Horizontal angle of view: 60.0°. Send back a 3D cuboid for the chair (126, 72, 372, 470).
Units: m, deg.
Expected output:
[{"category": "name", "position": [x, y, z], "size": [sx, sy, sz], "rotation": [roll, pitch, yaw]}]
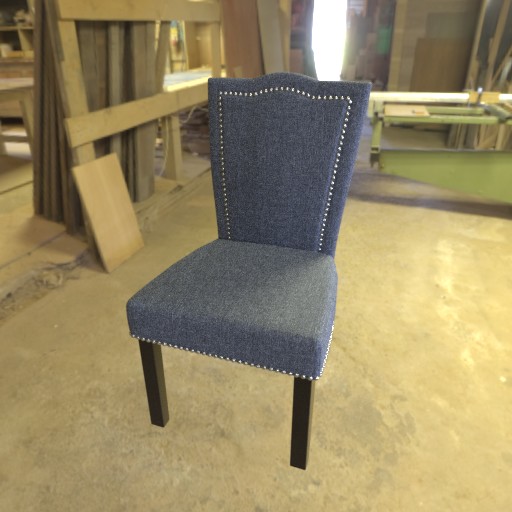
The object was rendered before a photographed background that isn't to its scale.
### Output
[{"category": "chair", "position": [0.000, 0.000, 1.270], "size": [0.518, 0.946, 0.589], "rotation": [9, 28, 18]}]
